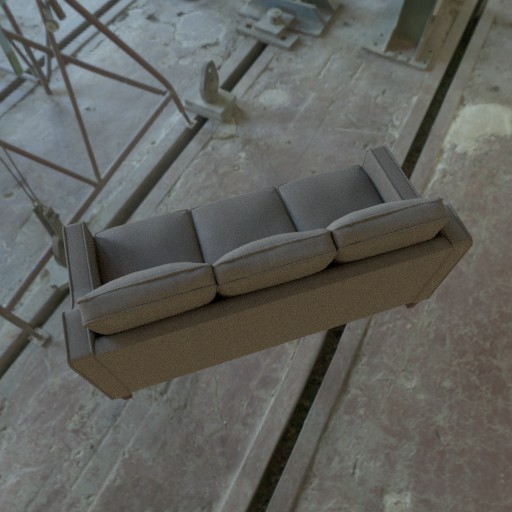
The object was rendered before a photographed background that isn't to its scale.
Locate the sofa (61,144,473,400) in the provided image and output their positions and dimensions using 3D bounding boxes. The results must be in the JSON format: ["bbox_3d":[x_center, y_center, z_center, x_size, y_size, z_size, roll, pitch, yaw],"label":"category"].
[{"bbox_3d":[0.000,0.000,2.545,1.986,0.974,0.911,-16,61,-9],"label":"sofa"}]
